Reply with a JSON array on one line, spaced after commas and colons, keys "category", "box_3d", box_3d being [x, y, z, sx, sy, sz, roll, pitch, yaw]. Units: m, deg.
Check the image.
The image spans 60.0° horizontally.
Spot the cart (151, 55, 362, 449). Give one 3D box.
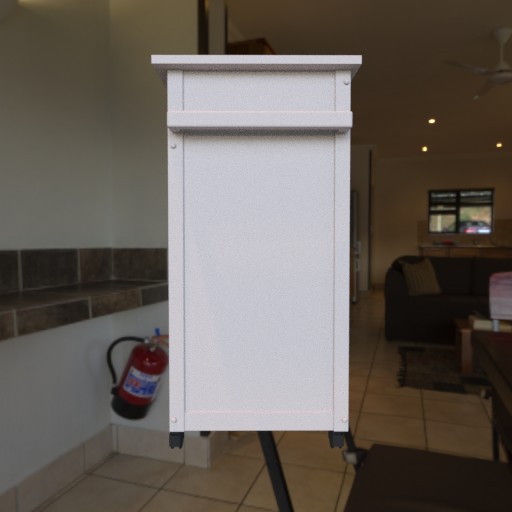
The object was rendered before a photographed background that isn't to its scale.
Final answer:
[{"category": "cart", "box_3d": [0.000, 0.000, 1.267, 0.442, 0.864, 0.683, 0, 2, 0]}]
